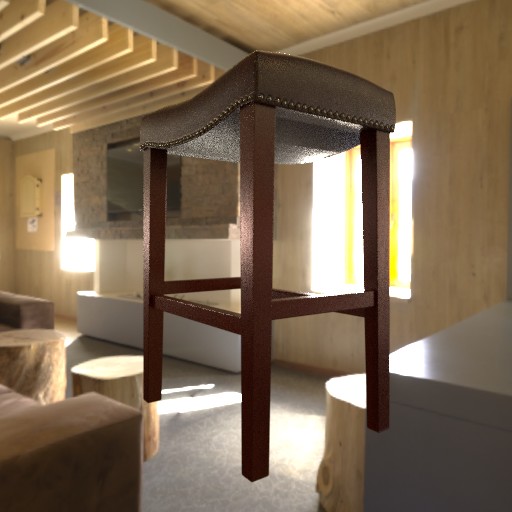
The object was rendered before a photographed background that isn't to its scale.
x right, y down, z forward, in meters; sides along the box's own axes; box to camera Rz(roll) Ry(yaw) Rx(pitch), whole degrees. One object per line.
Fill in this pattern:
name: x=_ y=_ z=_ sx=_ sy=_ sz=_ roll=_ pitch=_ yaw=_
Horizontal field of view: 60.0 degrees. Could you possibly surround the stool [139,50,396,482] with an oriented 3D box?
stool: x=0.000 y=0.000 z=1.028 sx=0.372 sy=0.742 sz=0.504 roll=-1 pitch=2 yaw=-36
